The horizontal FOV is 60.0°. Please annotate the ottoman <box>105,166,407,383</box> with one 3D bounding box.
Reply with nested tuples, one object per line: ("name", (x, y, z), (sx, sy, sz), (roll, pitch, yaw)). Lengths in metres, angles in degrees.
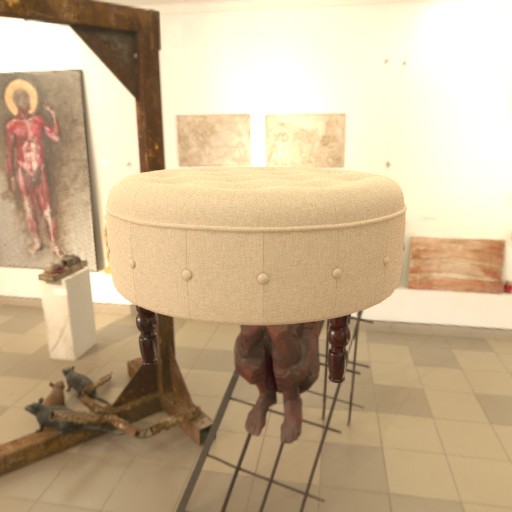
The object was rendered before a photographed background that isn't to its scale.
("ottoman", (0.000, 0.000, 1.354), (0.848, 0.494, 0.848), (0, 15, 0))
